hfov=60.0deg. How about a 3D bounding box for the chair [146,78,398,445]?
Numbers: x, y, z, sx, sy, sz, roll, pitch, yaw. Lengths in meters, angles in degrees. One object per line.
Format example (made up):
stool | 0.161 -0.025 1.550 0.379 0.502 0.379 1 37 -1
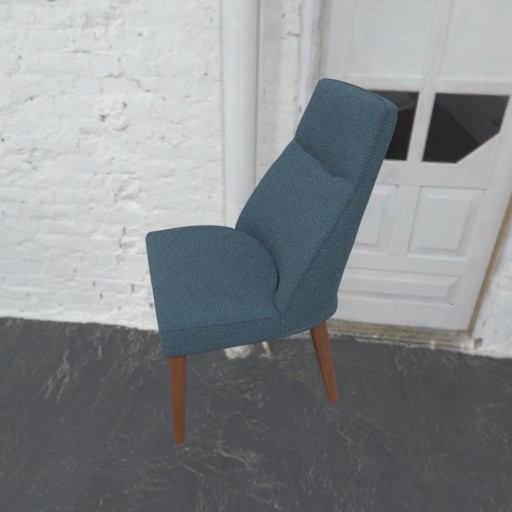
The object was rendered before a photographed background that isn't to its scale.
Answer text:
chair | 0.000 0.000 1.314 0.620 0.930 0.500 -8 32 -14
